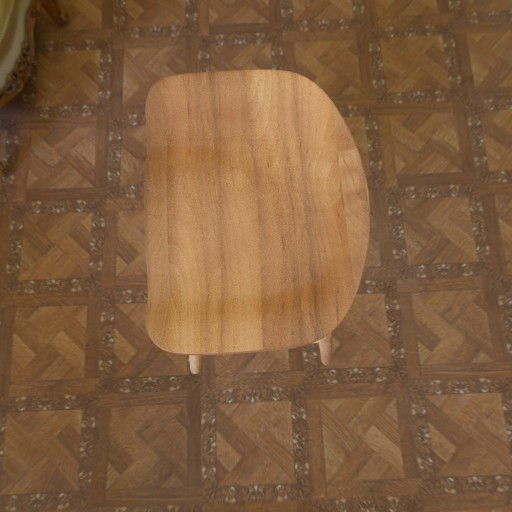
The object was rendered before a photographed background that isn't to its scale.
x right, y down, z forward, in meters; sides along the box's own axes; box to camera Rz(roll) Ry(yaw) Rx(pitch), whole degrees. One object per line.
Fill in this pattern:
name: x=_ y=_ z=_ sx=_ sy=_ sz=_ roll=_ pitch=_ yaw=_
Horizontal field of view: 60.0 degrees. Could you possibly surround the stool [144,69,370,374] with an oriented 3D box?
stool: x=0.000 y=0.000 z=0.889 sx=0.361 sy=0.615 sz=0.440 roll=-4 pitch=75 yaw=-1
